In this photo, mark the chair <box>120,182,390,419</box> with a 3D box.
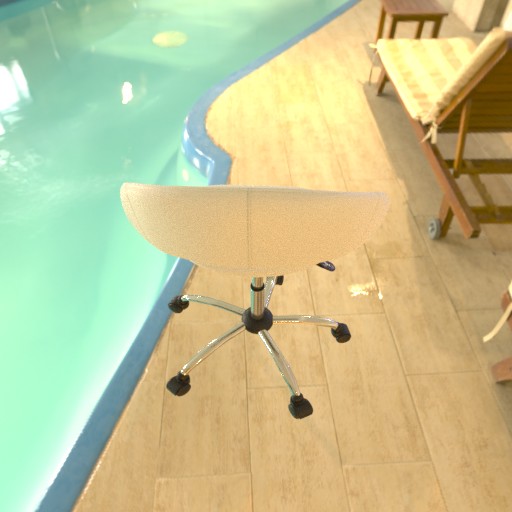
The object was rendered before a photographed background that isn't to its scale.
[{"bbox_3d":[0.000,0.000,1.159,0.612,0.791,0.538,2,47,2],"label":"chair"}]
